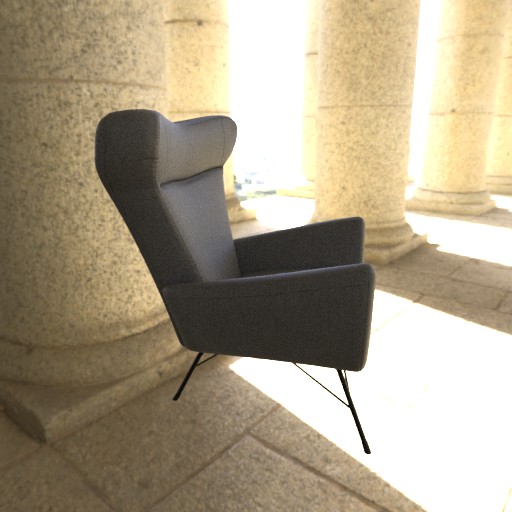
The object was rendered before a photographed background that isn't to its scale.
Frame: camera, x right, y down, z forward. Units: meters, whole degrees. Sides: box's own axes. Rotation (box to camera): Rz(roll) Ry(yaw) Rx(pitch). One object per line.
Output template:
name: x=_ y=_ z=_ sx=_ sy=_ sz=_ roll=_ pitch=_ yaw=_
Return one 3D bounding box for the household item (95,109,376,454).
household item: x=0.000 y=0.000 z=1.702 sx=0.900 sy=1.050 sz=0.980 roll=3 pitch=17 yaw=11
